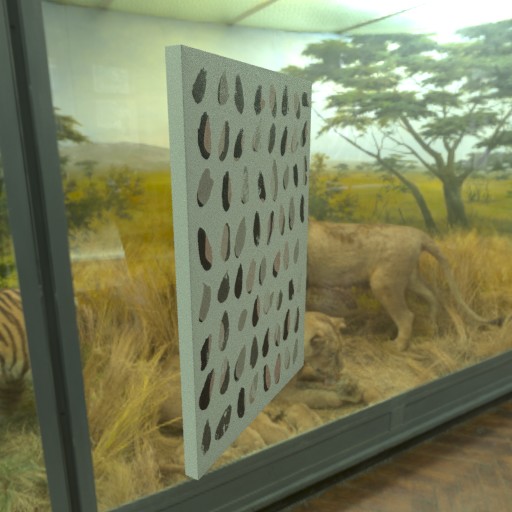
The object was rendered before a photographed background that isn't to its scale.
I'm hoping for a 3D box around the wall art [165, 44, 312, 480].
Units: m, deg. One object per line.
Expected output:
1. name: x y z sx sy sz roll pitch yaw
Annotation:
1. wall art: 0.000 0.000 0.771 0.025 0.608 0.405 8 17 28
